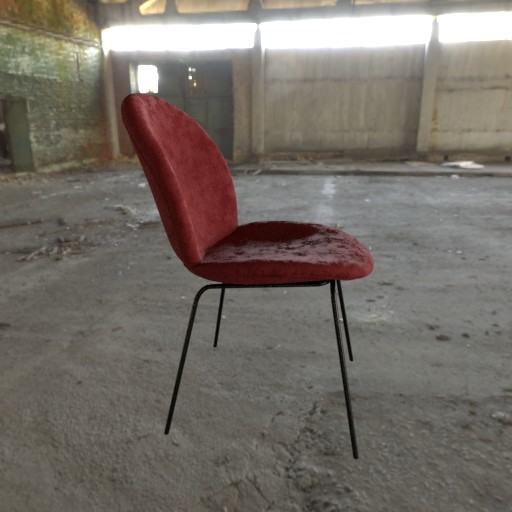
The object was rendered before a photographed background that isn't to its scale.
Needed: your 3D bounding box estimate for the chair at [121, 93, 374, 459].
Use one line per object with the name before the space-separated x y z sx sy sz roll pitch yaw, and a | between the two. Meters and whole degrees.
chair | 0.000 0.000 1.141 0.587 0.791 0.458 3 17 10
